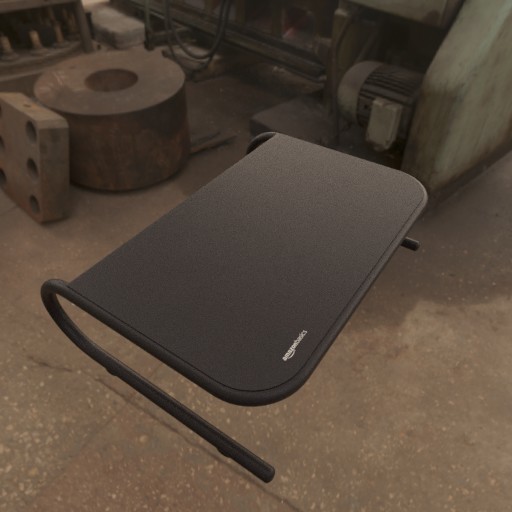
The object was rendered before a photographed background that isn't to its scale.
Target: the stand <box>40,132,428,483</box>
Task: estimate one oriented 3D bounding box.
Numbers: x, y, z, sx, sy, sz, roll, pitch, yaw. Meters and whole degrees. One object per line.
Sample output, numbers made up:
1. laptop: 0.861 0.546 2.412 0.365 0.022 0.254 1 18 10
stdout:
1. stand: 0.000 0.000 0.507 0.280 0.108 0.370 25 48 25
